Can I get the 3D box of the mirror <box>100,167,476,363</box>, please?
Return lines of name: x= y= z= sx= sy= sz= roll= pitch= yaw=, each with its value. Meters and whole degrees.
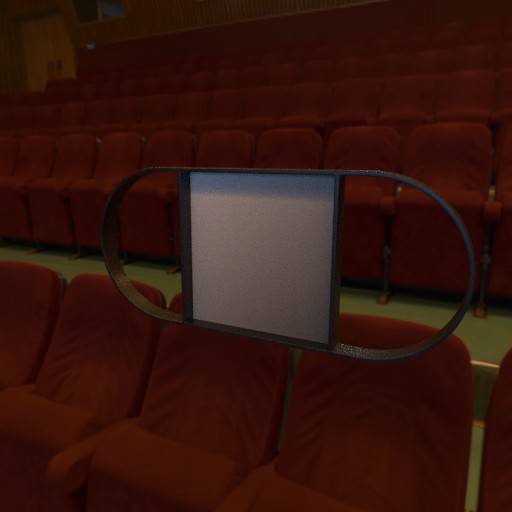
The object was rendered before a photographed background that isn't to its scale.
mirror: x=0.000 y=0.000 z=0.656 sx=0.584 sy=0.254 sz=0.032 roll=6 pitch=15 yaw=25
